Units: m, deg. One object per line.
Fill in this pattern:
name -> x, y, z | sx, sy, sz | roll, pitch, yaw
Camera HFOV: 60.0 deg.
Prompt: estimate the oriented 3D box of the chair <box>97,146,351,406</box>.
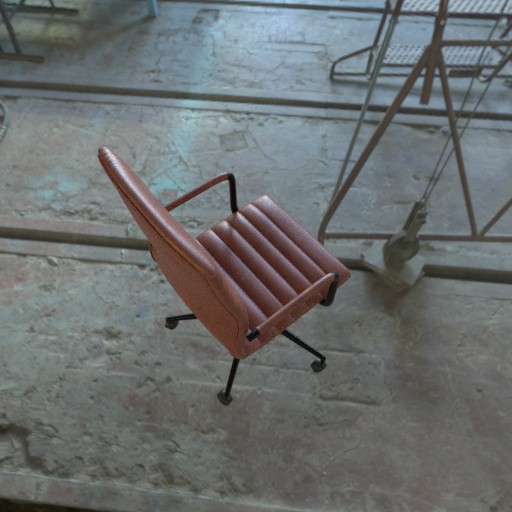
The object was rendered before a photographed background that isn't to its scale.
chair -> 0.000, 0.000, 1.292 | 0.578, 0.878, 0.600 | -34, 63, -20
